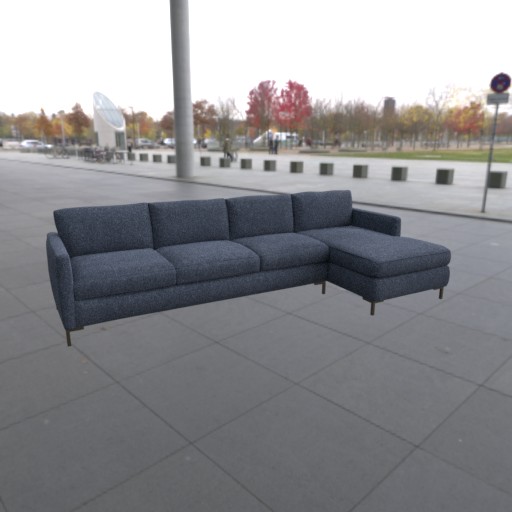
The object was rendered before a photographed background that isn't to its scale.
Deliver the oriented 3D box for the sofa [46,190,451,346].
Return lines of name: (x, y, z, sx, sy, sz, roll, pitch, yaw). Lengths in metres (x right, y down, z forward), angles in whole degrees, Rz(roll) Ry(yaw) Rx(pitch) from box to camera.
sofa: (0.000, 0.000, 3.483, 2.932, 0.810, 1.350, -8, 17, -27)
